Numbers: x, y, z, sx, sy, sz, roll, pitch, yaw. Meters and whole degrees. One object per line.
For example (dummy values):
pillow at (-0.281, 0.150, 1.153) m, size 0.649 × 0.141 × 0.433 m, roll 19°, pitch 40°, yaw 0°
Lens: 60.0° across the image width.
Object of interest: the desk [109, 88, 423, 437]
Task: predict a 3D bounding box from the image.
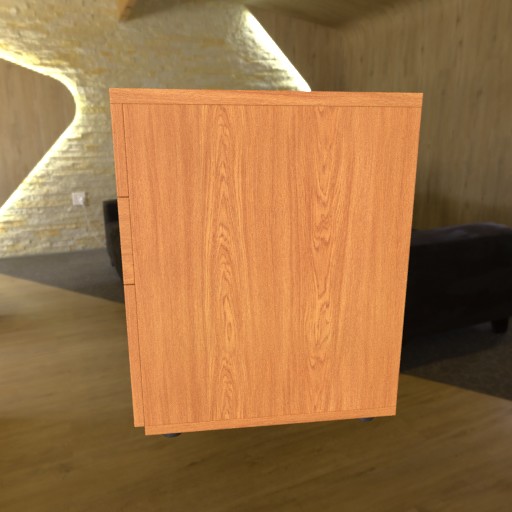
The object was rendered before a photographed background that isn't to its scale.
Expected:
desk at (0.000, 0.000, 1.102) m, size 0.600 × 0.730 × 0.404 m, roll -2°, pitch 14°, yaw -7°
